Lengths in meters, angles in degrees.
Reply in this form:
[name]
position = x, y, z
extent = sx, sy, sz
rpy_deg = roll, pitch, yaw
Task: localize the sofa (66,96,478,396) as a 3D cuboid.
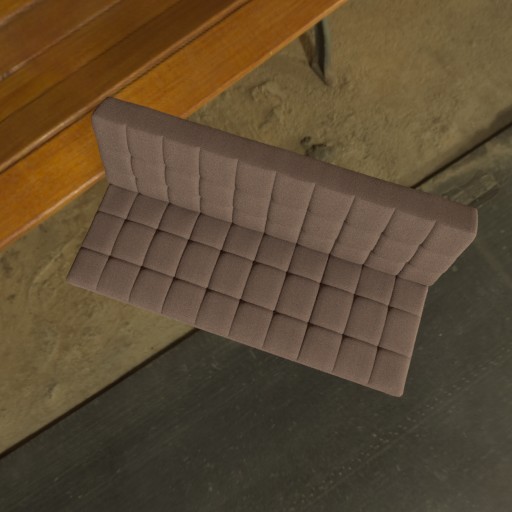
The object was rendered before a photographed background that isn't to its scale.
[sofa]
position = 0.000, 0.000, 2.250
extent = 1.800, 0.810, 0.860
rpy_deg = 18, 76, 5
